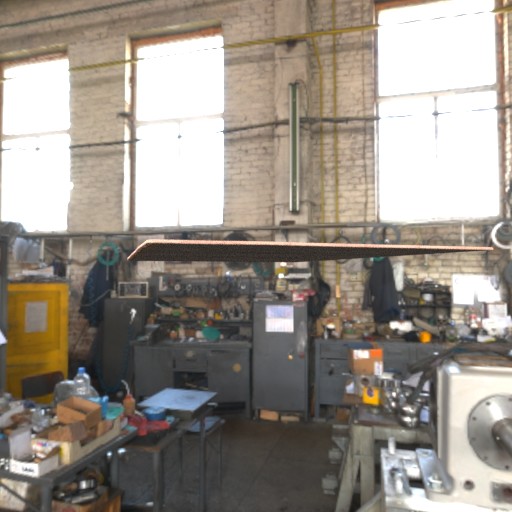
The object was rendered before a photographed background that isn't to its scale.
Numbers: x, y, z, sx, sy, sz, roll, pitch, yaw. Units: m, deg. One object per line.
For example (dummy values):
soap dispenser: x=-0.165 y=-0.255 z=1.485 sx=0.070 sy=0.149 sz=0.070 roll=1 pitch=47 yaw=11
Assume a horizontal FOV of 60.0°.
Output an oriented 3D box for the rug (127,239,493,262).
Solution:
rug: x=0.000 y=0.000 z=2.964 sx=1.609 sy=0.015 sz=2.390 roll=1 pitch=-2 yaw=-18
